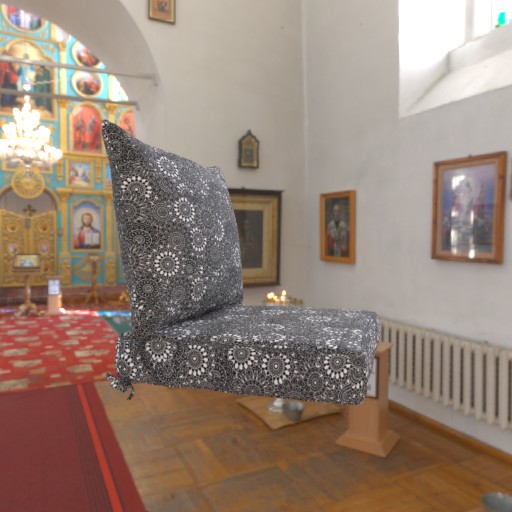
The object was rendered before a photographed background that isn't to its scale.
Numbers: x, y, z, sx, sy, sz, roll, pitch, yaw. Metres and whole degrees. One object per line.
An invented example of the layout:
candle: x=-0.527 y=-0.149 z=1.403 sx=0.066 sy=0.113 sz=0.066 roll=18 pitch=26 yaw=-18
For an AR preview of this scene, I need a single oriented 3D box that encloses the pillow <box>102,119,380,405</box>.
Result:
pillow: x=0.000 y=0.000 z=1.413 sx=0.740 sy=0.722 sz=0.798 roll=0 pitch=1 yaw=18
